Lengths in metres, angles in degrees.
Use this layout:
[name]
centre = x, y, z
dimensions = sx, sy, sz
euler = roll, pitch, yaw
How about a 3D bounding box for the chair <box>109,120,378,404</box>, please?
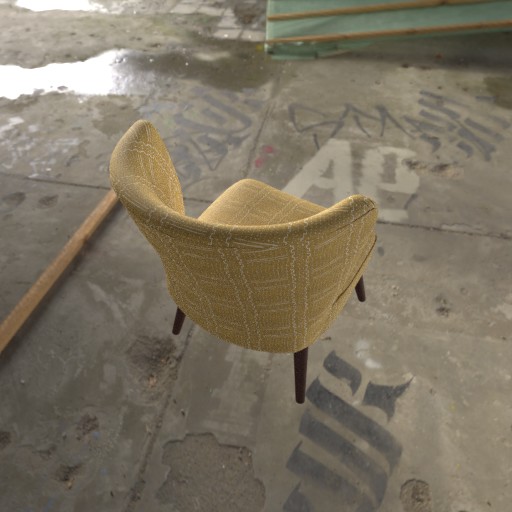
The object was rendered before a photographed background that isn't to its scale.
[chair]
centre = 0.000, 0.000, 1.434
dimensions = 0.706, 0.866, 0.758
euler = 24, 51, 21
